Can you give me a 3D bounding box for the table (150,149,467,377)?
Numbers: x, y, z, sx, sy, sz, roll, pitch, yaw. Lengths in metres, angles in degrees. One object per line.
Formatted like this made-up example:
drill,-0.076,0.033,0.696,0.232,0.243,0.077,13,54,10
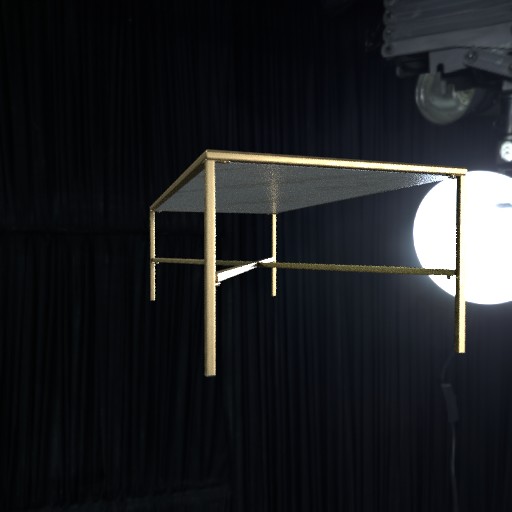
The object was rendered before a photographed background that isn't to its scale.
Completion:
table,0.000,0.000,1.446,0.577,0.405,1.197,0,1,-18
